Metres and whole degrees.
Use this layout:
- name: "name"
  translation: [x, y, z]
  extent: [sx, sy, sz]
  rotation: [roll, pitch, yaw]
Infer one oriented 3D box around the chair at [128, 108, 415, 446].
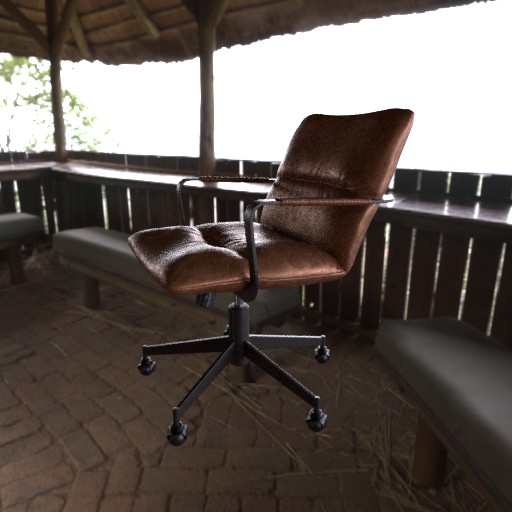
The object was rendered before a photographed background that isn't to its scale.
- name: "chair"
  translation: [0.000, 0.000, 1.459]
  extent: [0.754, 0.922, 0.727]
  rotation: [-7, 17, -24]
